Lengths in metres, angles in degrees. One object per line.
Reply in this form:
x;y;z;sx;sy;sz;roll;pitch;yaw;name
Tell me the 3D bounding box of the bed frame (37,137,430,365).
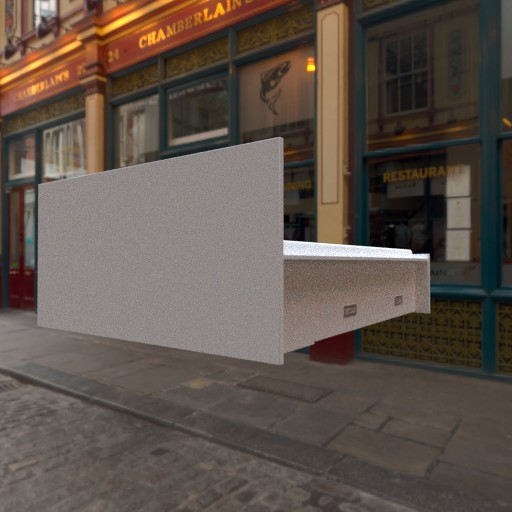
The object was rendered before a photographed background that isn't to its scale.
0.000;0.000;2.821;1.622;0.800;1.960;-1;-1;36;bed frame
